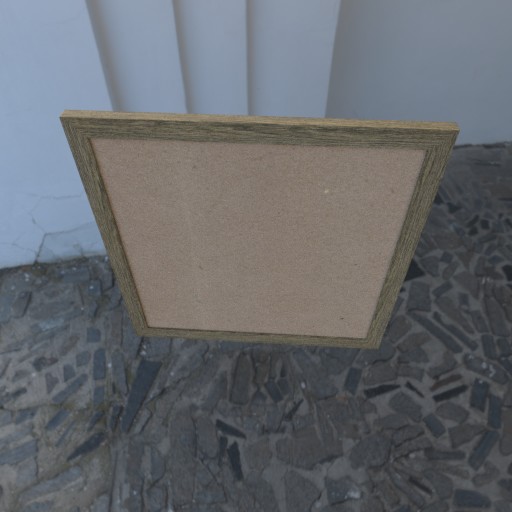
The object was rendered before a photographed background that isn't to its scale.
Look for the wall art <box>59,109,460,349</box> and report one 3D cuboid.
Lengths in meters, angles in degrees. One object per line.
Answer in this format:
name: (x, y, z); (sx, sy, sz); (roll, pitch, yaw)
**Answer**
wall art: (0.000, 0.000, 0.751); (0.508, 0.508, 0.019); (3, 47, 3)
